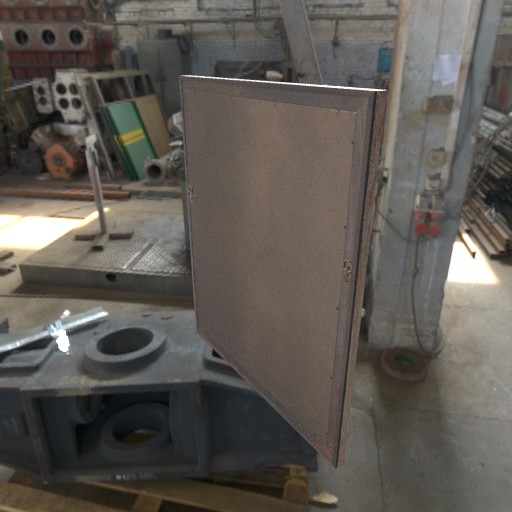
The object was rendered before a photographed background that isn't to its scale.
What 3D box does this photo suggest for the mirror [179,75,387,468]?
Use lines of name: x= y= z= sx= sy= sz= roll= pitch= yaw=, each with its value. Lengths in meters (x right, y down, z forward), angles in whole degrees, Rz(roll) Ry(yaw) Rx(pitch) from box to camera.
mirror: x=0.000 y=0.000 z=1.200 sx=0.032 sy=0.882 sz=0.730 roll=-16 pitch=29 yaw=-32
